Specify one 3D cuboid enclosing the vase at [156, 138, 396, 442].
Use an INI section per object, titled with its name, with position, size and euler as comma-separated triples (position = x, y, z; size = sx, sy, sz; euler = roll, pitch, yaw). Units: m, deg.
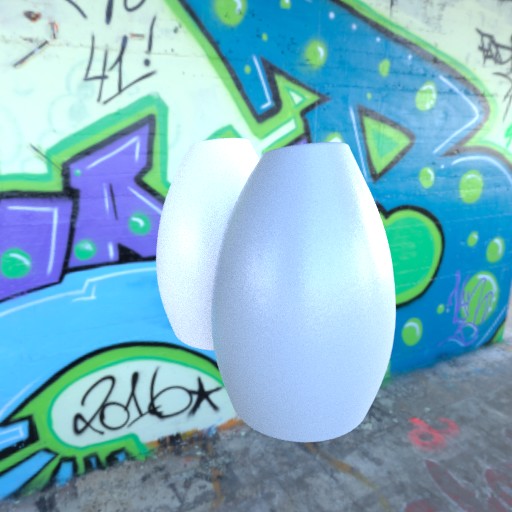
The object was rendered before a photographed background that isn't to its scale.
[vase]
position = 0.000, 0.000, 0.257
size = 0.089, 0.131, 0.187
euler = -8, 18, -26
